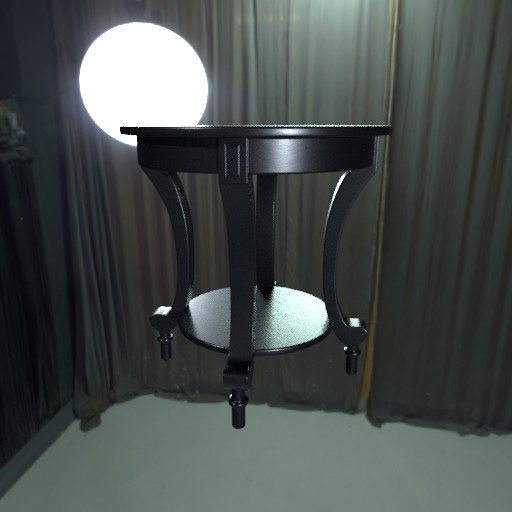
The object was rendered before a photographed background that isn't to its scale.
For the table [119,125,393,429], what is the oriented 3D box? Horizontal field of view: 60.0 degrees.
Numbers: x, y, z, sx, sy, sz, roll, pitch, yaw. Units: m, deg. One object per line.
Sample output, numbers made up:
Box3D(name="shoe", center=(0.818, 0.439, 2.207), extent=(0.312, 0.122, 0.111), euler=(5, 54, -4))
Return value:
Box3D(name="table", center=(0.000, 0.000, 1.095), extent=(0.597, 0.618, 0.597), euler=(0, 17, 0))
